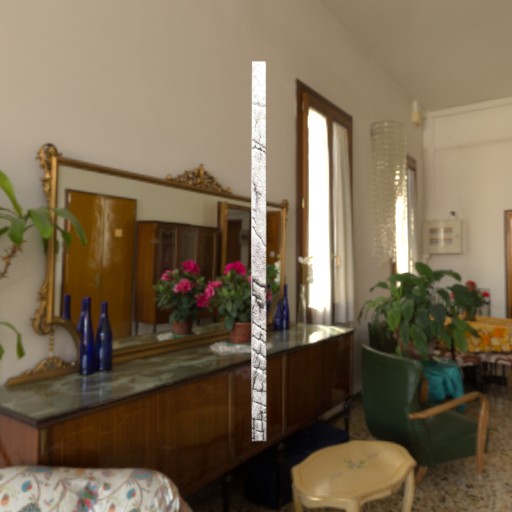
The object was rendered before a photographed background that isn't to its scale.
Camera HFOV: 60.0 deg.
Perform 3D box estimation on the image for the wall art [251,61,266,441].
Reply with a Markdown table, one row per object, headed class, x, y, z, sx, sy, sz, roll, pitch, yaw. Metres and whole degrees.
| class | x | y | z | sx | sy | sz | roll | pitch | yaw |
| --- | --- | --- | --- | --- | --- | --- | --- | --- | --- |
| wall art | 0.000 | 0.000 | 1.165 | 0.023 | 0.607 | 0.914 | 0 | -1 | -1 |
